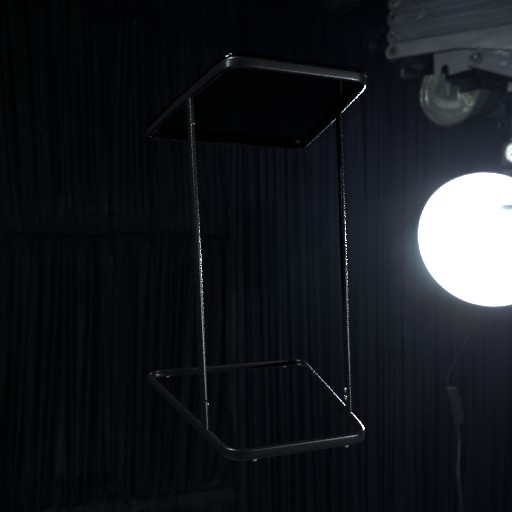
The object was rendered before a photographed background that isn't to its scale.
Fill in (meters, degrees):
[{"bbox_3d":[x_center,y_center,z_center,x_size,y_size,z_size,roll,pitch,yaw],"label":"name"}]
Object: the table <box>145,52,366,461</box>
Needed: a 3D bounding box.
[{"bbox_3d":[0.000,0.000,0.940,0.427,0.624,0.500,0,1,-18],"label":"table"}]
